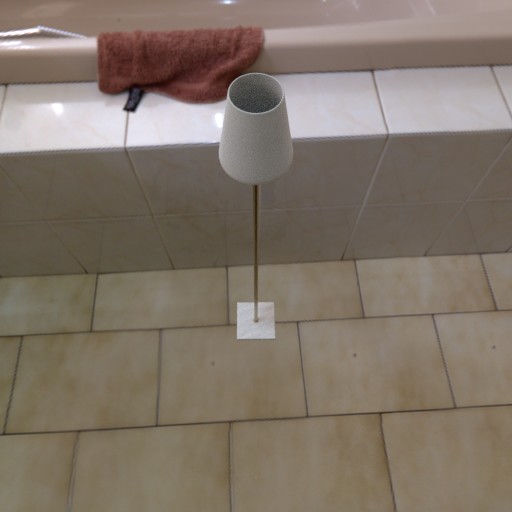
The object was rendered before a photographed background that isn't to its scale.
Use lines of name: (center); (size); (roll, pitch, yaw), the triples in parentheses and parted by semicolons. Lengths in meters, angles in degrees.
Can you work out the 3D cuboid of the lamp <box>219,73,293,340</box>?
lamp: (0.000, 0.000, 1.910); (0.229, 1.813, 0.232); (-1, 63, 0)
